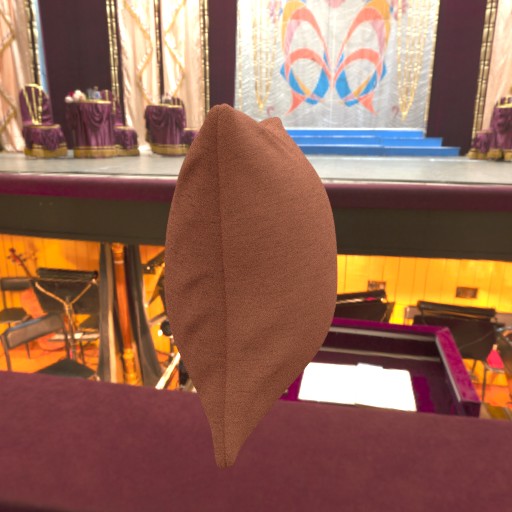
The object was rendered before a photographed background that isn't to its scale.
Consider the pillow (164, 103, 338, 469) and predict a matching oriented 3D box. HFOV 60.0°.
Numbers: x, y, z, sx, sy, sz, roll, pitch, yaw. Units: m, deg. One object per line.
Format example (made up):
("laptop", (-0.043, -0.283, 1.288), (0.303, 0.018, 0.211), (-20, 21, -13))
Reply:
("pillow", (0.000, 0.000, 0.670), (0.246, 0.415, 0.432), (3, 16, 9))
